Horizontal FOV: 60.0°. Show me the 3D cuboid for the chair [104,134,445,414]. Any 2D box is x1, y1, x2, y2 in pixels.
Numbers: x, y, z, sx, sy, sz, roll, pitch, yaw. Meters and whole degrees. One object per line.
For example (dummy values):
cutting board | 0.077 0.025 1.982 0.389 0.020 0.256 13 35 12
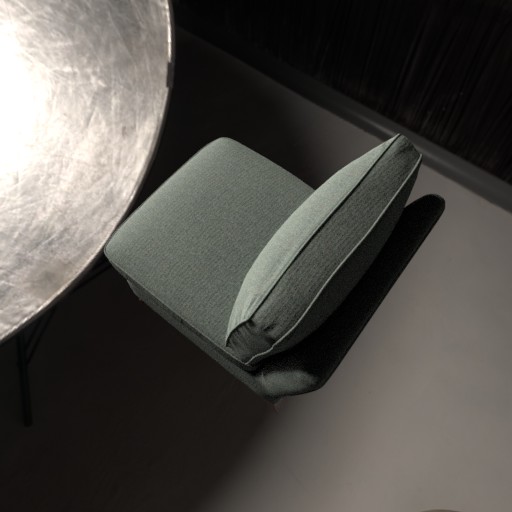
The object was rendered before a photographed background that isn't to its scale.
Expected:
chair | 0.000 0.000 1.419 0.796 0.901 0.624 35 68 16
